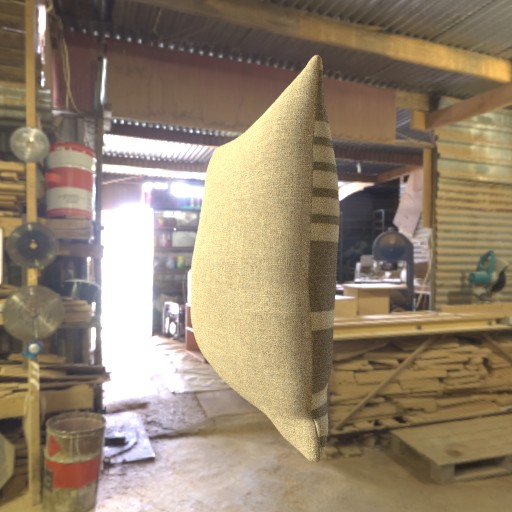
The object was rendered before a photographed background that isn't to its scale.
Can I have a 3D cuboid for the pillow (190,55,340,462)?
[{"bbox_3d":[0.000,0.000,0.677,0.182,0.440,0.439,0,0,-20],"label":"pillow"}]
